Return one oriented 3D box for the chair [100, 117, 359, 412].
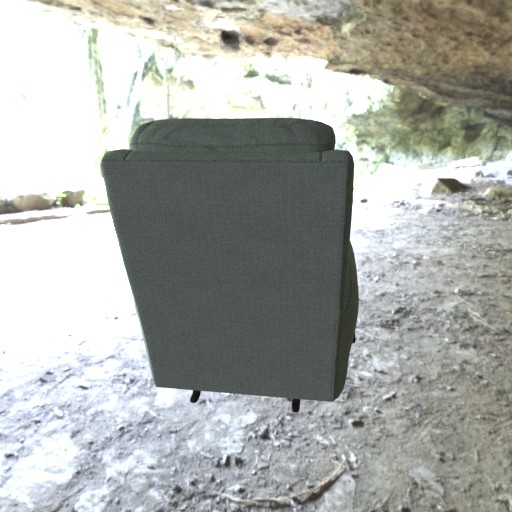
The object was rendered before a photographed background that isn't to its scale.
[{"bbox_3d":[0.000,0.000,1.775,0.829,1.030,1.080,2,16,8],"label":"chair"}]
